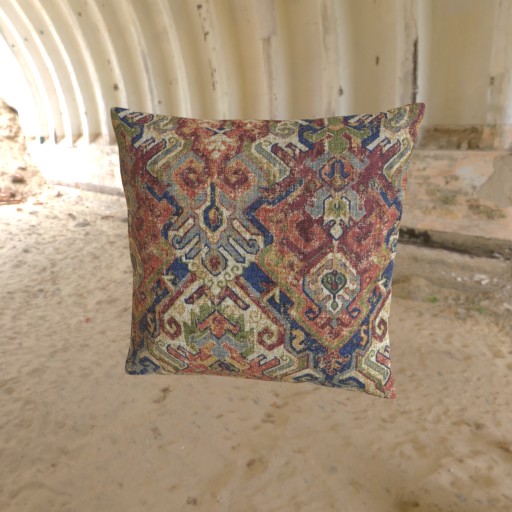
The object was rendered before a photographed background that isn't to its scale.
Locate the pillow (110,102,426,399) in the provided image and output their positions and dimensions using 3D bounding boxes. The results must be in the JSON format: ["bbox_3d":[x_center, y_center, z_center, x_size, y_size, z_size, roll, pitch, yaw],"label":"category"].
[{"bbox_3d":[0.000,0.000,0.779,0.523,0.506,0.166,3,15,9],"label":"pillow"}]
